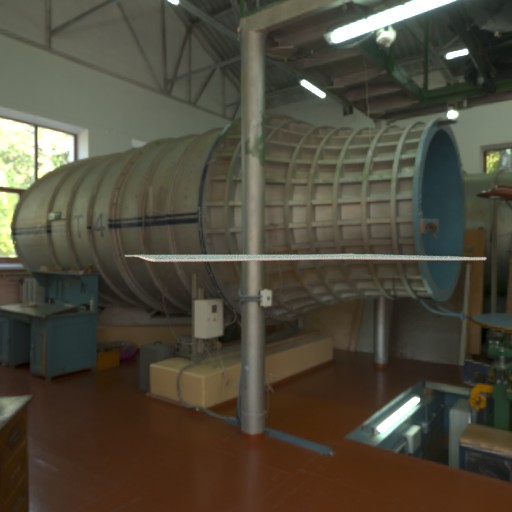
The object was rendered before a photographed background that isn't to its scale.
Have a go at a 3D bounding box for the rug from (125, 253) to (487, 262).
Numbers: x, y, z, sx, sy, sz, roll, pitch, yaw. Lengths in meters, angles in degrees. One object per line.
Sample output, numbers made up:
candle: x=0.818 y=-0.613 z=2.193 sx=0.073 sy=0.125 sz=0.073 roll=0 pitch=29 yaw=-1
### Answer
rug: x=0.000 y=0.000 z=2.975 sx=1.593 sy=0.029 sz=2.305 roll=0 pitch=0 yaw=-19
